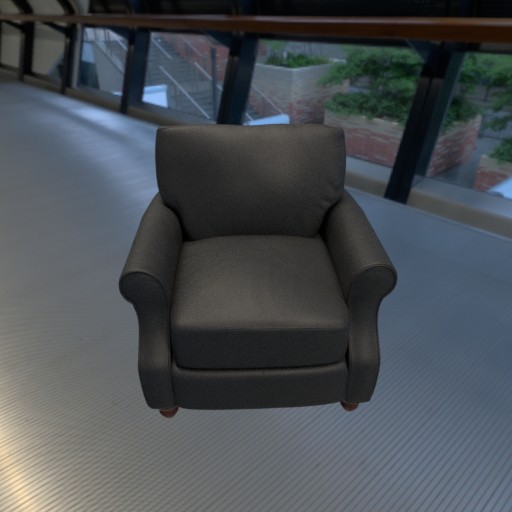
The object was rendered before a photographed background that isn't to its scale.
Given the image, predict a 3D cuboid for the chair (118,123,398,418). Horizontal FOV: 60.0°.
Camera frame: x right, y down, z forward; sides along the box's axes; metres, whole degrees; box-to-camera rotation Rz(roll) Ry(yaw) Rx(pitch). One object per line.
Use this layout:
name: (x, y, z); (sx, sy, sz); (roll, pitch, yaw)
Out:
chair: (0.000, 0.000, 1.868); (1.015, 0.960, 1.027); (1, 30, 2)
